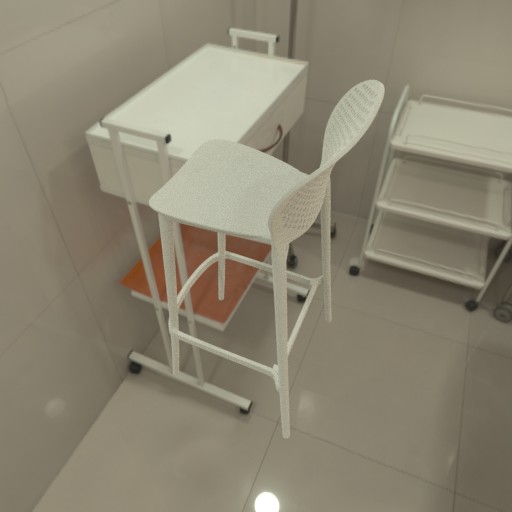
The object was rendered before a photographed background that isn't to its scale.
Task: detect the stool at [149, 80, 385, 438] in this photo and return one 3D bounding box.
[{"bbox_3d":[0.000,0.000,1.330,0.535,1.045,0.536,16,47,16],"label":"stool"}]
